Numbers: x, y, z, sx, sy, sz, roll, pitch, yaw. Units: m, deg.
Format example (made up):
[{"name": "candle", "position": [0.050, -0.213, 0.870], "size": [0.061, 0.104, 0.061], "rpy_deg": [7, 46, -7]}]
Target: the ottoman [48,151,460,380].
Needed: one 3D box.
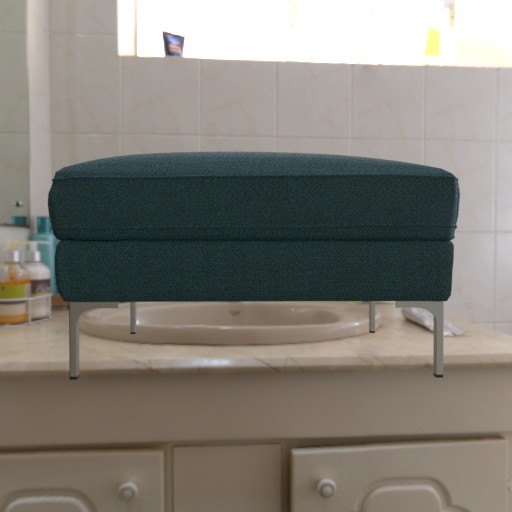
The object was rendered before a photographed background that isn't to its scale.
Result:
[{"name": "ottoman", "position": [0.000, 0.000, 1.161], "size": [0.856, 0.498, 0.563], "rpy_deg": [0, 1, -1]}]
